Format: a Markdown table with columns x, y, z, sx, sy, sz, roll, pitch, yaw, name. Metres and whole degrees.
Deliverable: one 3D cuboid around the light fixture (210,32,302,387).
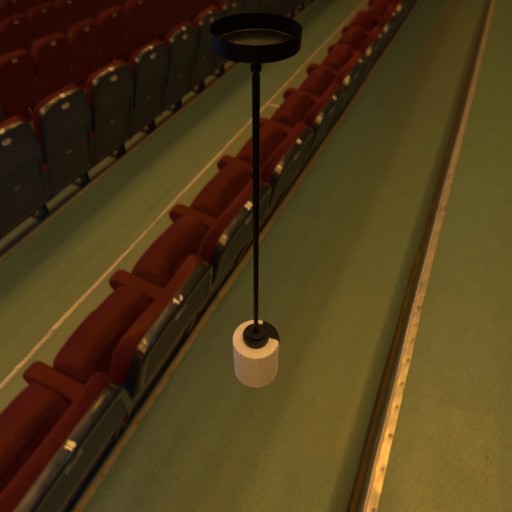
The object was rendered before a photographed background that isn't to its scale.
| x | y | z | sx | sy | sz | roll | pitch | yaw | name |
| --- | --- | --- | --- | --- | --- | --- | --- | --- | --- |
| 0.000 | 0.000 | 0.897 | 0.123 | 0.863 | 0.123 | 17 | 48 | 16 | light fixture |
